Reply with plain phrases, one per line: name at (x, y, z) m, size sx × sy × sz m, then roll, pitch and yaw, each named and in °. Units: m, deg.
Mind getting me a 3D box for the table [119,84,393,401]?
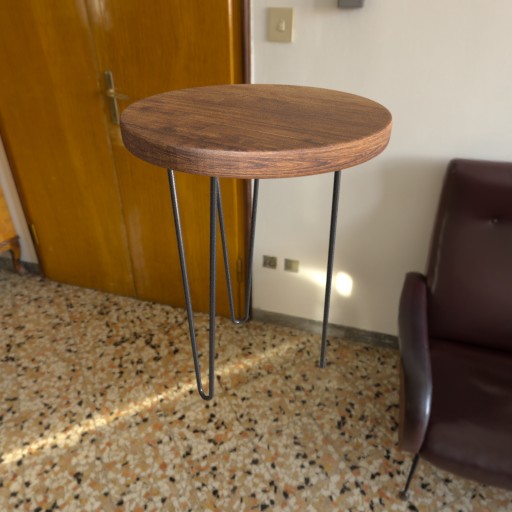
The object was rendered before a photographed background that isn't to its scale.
table at (0.000, 0.000, 0.803) m, size 0.400 × 0.520 × 0.400 m, roll 0°, pitch 31°, yaw 0°
